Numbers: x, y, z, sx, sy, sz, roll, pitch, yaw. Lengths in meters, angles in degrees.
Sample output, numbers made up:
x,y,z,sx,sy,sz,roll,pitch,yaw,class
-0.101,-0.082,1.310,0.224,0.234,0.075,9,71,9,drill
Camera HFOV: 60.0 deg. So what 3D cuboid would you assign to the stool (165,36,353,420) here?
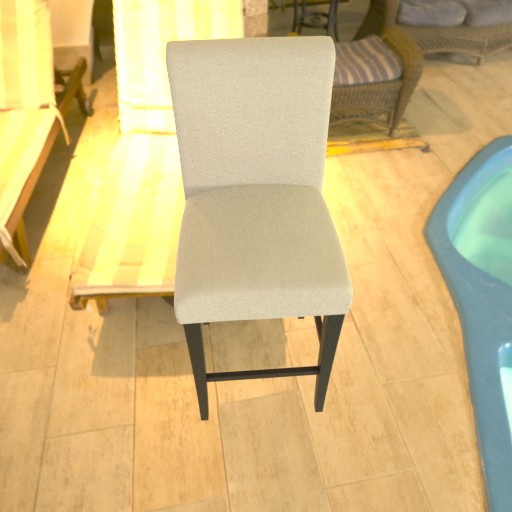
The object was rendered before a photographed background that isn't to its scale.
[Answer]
x,y,z,sx,sy,sz,roll,pitch,yaw,class
0.000,0.000,1.400,0.452,1.124,0.597,-3,46,-3,stool
